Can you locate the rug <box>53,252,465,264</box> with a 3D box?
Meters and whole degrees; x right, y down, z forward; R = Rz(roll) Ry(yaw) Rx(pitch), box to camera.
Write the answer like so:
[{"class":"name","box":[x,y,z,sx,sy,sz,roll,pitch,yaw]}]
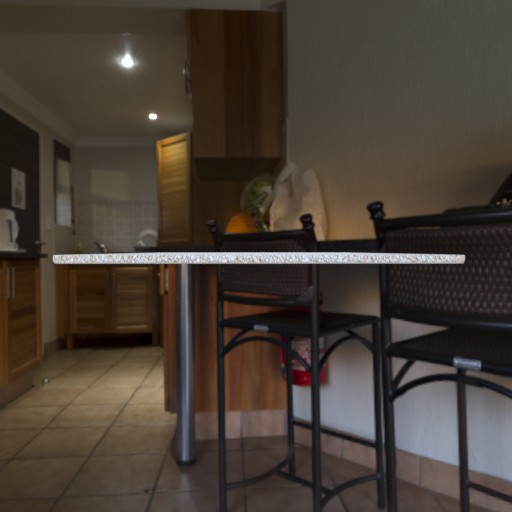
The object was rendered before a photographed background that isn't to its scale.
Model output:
[{"class":"rug","box":[0.000,0.000,2.065,1.199,0.025,1.600,0,1,-1]}]
